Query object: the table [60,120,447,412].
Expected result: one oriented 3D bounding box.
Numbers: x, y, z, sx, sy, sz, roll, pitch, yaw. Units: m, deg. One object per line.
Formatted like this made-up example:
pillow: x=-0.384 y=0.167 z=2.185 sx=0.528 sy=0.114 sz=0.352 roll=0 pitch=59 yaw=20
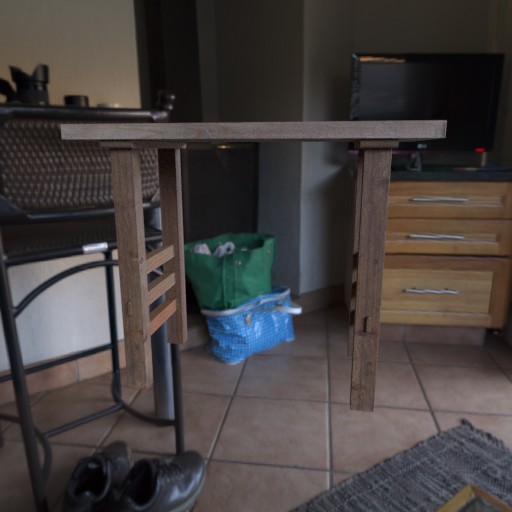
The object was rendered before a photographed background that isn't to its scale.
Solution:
table: x=0.000 y=0.000 z=1.634 sx=1.119 sy=0.914 sz=0.556 roll=2 pitch=14 yaw=10
